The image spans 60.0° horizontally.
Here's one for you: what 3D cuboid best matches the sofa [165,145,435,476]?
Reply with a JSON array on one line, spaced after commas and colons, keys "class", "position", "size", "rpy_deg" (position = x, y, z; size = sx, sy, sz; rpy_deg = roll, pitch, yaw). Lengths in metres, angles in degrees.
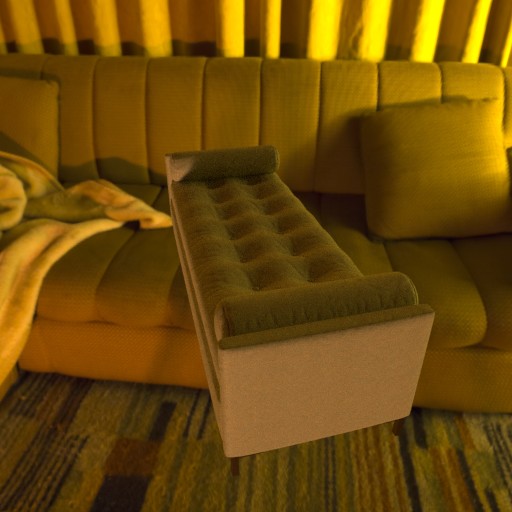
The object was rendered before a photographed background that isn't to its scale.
[{"class": "sofa", "position": [0.000, 0.000, 2.476], "size": [0.796, 0.705, 2.102], "rpy_deg": [-8, 31, -13]}]
